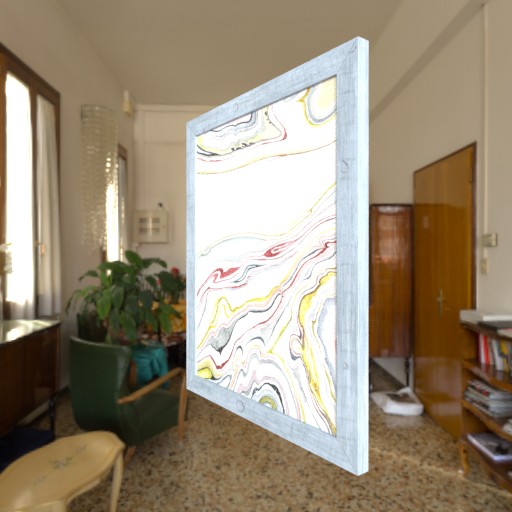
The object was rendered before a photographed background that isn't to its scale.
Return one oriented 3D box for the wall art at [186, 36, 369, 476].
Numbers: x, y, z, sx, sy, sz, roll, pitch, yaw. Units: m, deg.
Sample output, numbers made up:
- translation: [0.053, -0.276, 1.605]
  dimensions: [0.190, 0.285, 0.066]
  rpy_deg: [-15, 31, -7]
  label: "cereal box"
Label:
- translation: [0.000, 0.000, 0.785]
  dimensions: [0.022, 0.582, 0.479]
  rpy_deg: [0, 0, -37]
  label: "wall art"
